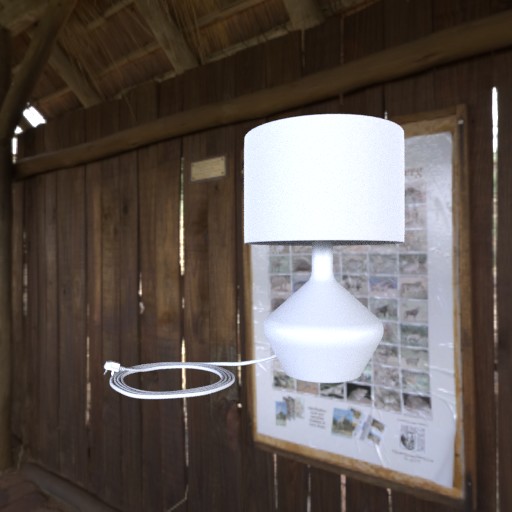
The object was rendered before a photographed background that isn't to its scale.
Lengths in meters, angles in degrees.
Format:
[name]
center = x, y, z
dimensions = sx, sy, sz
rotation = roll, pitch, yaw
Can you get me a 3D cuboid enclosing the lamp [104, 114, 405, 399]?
[lamp]
center = 0.000, 0.000, 0.857
dimensions = 0.546, 0.457, 0.401
rotation = 0, 0, 18
